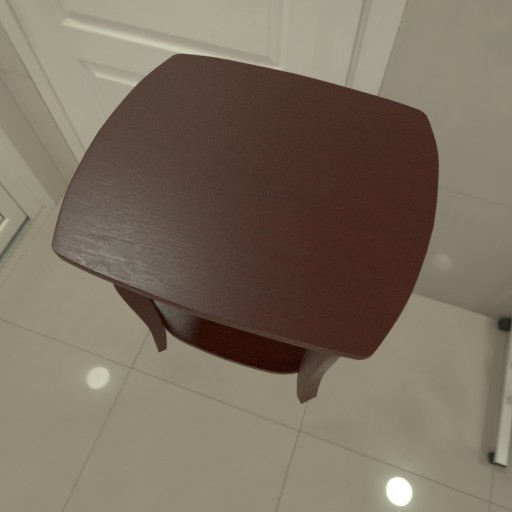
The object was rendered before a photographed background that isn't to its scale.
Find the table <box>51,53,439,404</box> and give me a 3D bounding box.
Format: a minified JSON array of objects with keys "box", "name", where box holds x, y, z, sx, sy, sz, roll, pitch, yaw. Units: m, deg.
[{"box":[0.000,0.000,0.847,0.502,0.496,0.433,17,64,9],"name":"table"}]
